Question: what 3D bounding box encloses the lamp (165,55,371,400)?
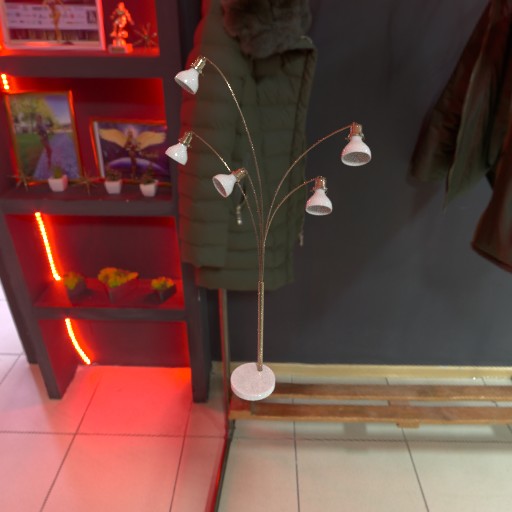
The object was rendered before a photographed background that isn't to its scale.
[{"bbox_3d":[0.000,0.000,3.004,1.405,2.423,0.361,19,35,29],"label":"lamp"}]
